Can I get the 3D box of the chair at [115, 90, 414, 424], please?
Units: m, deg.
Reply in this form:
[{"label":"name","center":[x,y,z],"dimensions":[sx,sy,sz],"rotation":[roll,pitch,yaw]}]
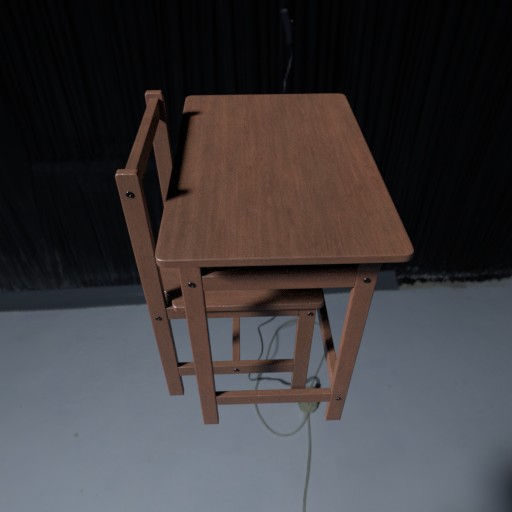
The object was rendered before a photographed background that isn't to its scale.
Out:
[{"label":"chair","center":[0.000,0.000,1.062],"dimensions":[0.463,0.673,0.599],"rotation":[-1,42,-1]}]
